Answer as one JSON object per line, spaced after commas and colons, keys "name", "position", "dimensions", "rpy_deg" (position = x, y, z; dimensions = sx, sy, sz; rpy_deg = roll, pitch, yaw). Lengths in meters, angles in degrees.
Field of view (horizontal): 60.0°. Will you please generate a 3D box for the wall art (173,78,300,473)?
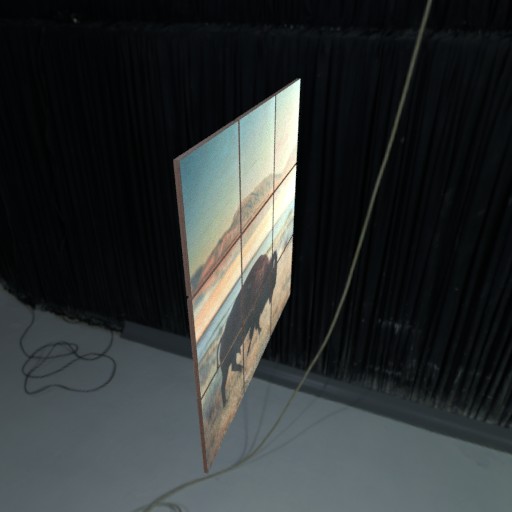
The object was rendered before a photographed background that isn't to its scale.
{"name": "wall art", "position": [0.000, 0.000, 1.382], "dimensions": [0.018, 0.904, 0.906], "rpy_deg": [10, 32, 16]}
